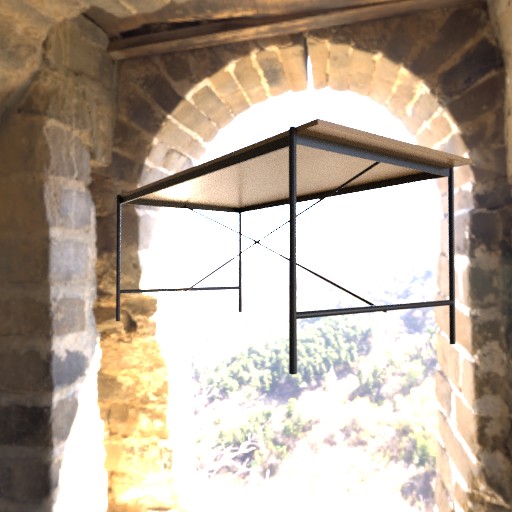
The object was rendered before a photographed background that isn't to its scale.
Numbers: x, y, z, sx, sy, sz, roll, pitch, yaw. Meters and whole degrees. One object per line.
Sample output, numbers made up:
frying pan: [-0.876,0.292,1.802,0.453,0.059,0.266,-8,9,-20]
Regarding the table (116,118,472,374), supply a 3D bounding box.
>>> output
table: [0.000,0.000,2.261,0.900,0.758,1.800,1,-2,-36]
